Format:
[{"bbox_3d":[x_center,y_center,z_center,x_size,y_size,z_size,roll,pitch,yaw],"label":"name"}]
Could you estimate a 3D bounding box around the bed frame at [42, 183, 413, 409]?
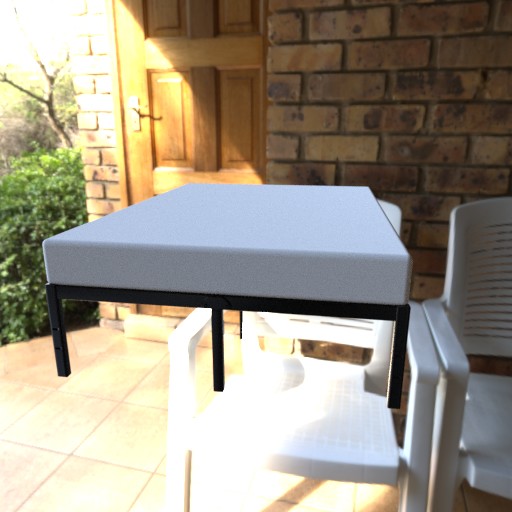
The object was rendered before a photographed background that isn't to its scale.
[{"bbox_3d":[0.000,0.000,2.833,1.557,0.659,2.072,3,16,9],"label":"bed frame"}]
